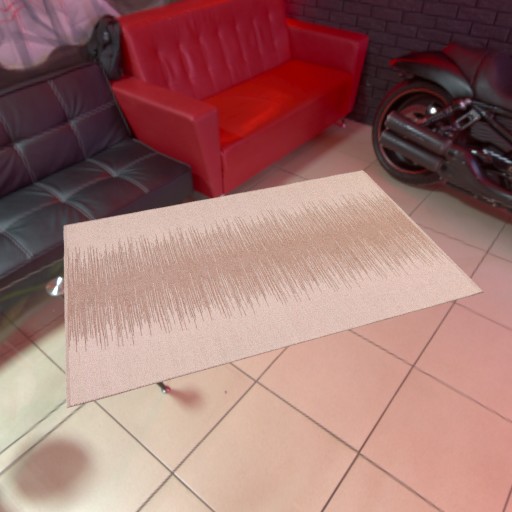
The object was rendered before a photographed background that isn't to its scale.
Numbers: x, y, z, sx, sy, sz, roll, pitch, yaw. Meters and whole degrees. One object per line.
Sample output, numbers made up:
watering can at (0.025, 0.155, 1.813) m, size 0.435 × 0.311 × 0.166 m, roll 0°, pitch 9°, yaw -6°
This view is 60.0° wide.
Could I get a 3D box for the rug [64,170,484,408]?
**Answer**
rug at (0.000, 0.000, 2.967) m, size 2.440 × 0.012 × 1.522 m, roll -13°, pitch 43°, yaw -14°
